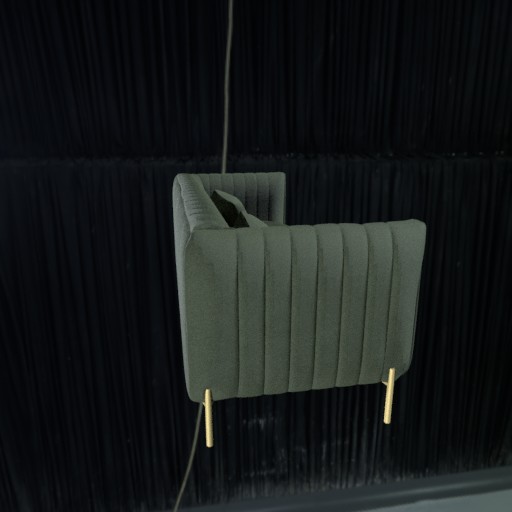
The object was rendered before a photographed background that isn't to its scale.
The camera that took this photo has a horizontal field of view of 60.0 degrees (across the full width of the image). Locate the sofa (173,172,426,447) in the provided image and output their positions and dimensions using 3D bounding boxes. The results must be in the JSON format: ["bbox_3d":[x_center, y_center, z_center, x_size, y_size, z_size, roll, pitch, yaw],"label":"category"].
[{"bbox_3d":[0.000,0.000,2.542,0.896,0.793,2.137,-3,16,-11],"label":"sofa"}]
